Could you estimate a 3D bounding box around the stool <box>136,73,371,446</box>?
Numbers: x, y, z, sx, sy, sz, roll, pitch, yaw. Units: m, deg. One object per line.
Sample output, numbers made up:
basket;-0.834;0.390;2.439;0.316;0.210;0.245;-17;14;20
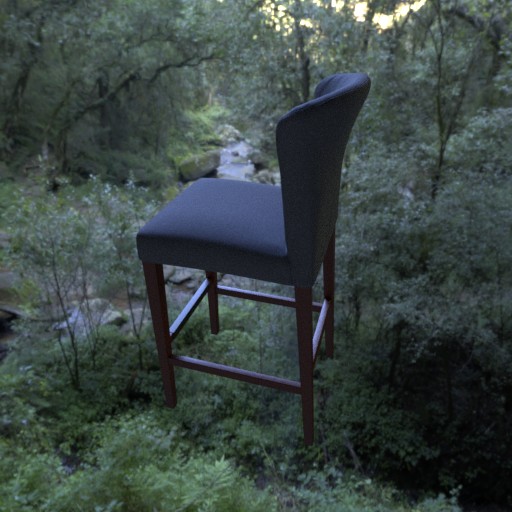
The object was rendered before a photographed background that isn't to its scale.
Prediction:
stool;0.000;0.000;1.385;0.568;1.069;0.481;9;32;15
